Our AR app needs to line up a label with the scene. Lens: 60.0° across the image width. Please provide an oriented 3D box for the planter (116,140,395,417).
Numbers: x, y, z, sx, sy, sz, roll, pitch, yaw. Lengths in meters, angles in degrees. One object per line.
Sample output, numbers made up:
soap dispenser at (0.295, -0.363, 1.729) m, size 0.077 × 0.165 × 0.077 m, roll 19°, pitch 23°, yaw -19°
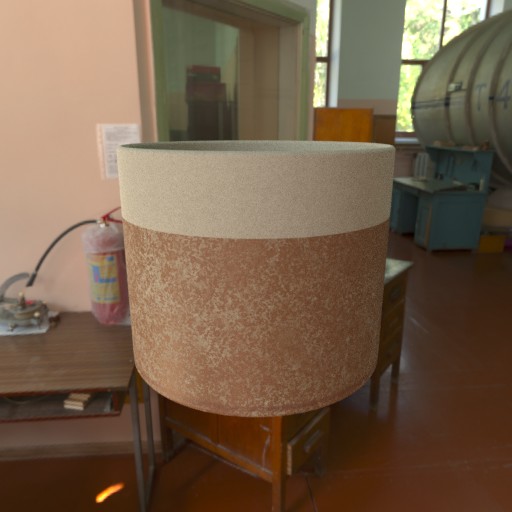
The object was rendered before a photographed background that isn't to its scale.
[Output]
planter at (0.000, 0.000, 0.282) m, size 0.159 × 0.138 × 0.159 m, roll 0°, pitch 16°, yaw 0°
